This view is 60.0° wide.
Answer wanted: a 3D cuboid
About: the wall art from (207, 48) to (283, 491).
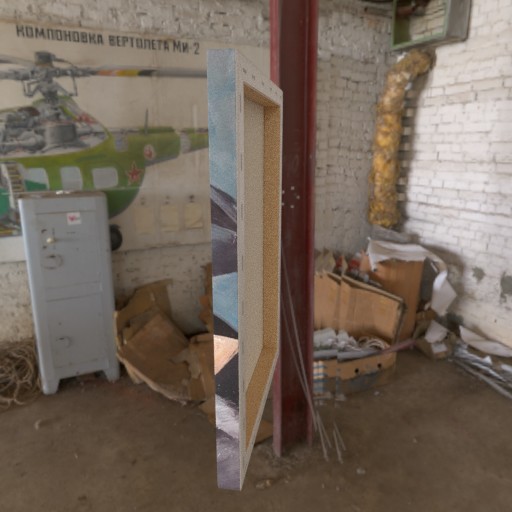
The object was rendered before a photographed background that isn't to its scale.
[{"bbox_3d":[0.000,0.000,0.806,0.037,0.613,0.455,3,15,10],"label":"wall art"}]
